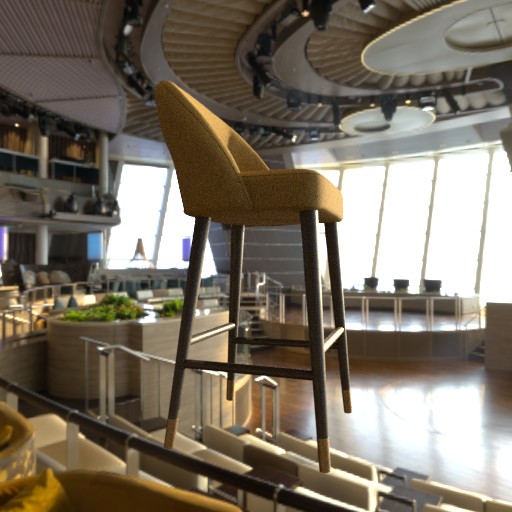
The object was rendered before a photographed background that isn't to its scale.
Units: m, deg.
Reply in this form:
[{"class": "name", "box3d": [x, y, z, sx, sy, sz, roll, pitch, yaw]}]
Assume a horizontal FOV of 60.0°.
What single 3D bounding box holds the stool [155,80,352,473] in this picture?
[{"class": "stool", "box3d": [0.000, 0.000, 1.346, 0.522, 1.032, 0.536, 0, -1, 19]}]
